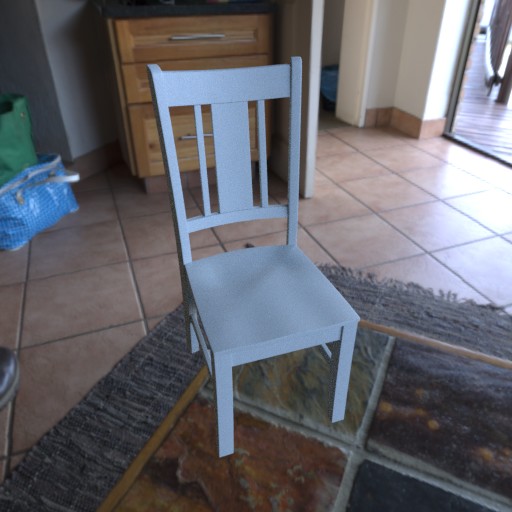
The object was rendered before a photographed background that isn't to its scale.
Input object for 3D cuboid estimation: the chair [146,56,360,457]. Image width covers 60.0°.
[{"bbox_3d":[0.000,0.000,1.309,0.450,0.998,0.555,-10,34,-16],"label":"chair"}]
